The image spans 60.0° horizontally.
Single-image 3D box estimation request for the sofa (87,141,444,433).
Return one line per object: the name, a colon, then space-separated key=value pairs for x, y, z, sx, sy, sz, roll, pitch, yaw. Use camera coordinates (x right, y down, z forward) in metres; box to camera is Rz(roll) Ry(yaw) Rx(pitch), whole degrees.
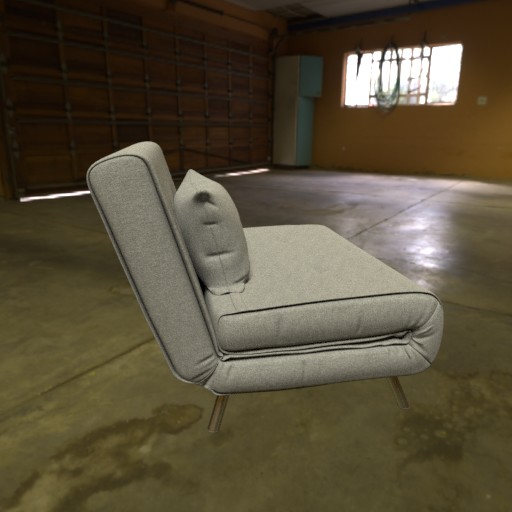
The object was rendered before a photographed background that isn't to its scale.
sofa: x=0.000 y=0.000 z=1.690 sx=1.000 sy=0.825 sz=1.020 roll=-3 pitch=16 yaw=-10
